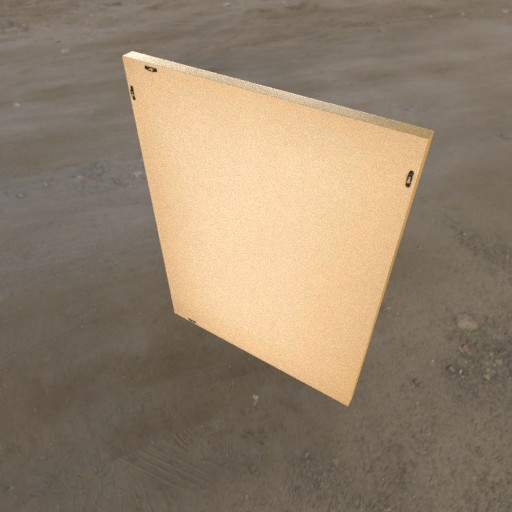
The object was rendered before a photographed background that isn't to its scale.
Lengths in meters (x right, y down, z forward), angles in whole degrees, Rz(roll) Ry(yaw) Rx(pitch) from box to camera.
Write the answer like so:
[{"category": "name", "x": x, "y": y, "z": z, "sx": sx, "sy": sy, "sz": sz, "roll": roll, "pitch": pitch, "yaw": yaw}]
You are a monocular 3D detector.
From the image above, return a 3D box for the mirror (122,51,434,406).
[{"category": "mirror", "x": 0.000, "y": 0.000, "z": 1.316, "sx": 0.762, "sy": 1.016, "sz": 0.041, "roll": 24, "pitch": 49, "yaw": 22}]
